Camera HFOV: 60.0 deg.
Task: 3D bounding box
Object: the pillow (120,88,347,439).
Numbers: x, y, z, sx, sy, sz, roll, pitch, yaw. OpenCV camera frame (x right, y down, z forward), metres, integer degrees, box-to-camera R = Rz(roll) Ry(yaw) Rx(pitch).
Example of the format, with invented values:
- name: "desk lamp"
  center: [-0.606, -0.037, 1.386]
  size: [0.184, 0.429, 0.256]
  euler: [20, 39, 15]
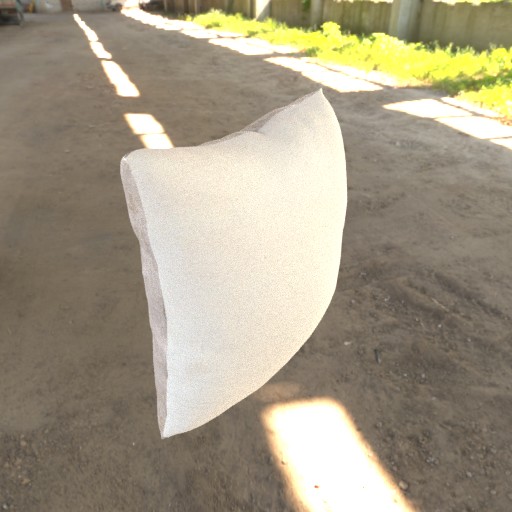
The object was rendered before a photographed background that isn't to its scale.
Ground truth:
- name: "pillow"
  center: [0.000, 0.000, 0.709]
  size: [0.245, 0.448, 0.450]
  euler: [21, 37, 30]
